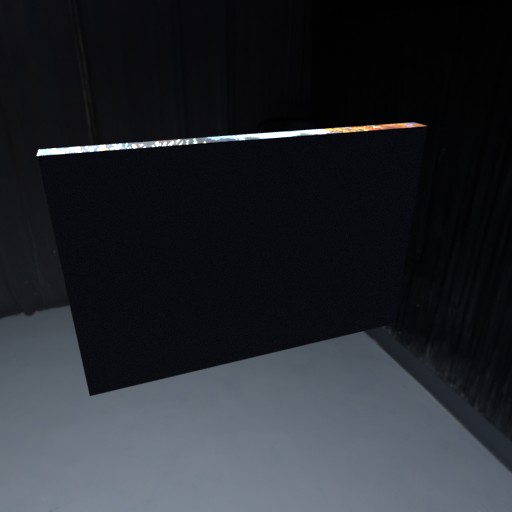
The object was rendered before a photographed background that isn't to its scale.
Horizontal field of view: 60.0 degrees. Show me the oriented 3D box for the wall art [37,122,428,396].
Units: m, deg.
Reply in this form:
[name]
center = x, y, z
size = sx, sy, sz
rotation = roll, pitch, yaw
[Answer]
[wall art]
center = 0.000, 0.000, 0.766
size = 0.610, 0.406, 0.037
rotation = -9, 28, -18
